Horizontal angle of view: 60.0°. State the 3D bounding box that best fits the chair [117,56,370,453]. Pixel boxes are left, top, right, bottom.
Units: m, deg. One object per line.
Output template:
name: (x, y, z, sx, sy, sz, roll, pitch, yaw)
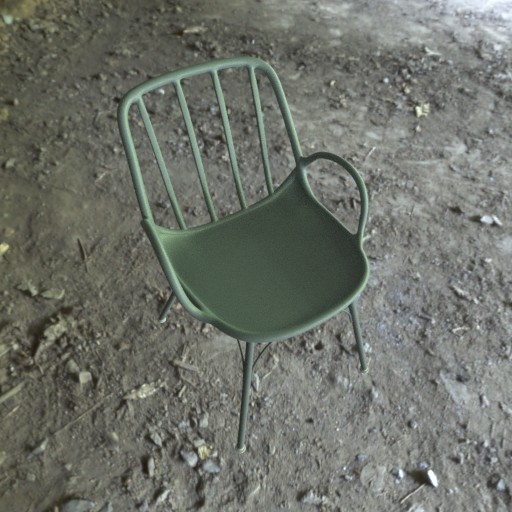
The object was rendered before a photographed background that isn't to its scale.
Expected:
chair: (0.000, 0.000, 1.196, 0.549, 0.816, 0.597, -25, 52, -21)
